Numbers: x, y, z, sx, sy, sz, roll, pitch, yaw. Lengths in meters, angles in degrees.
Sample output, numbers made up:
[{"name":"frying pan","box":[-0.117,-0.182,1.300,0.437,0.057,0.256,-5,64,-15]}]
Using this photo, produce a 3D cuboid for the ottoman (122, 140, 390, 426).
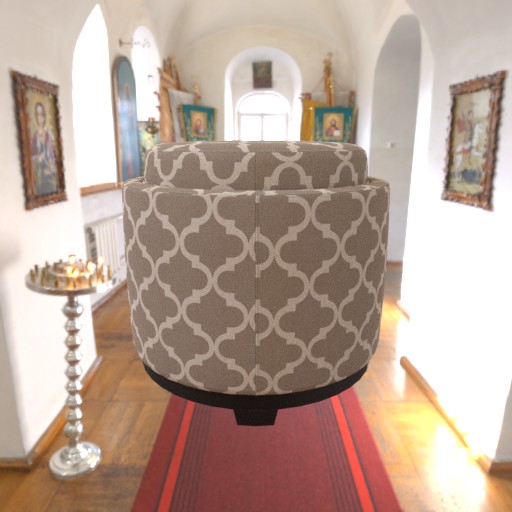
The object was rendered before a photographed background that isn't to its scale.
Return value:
[{"name":"ottoman","box":[0.000,0.000,0.849,0.480,0.429,0.480,0,15,0]}]
